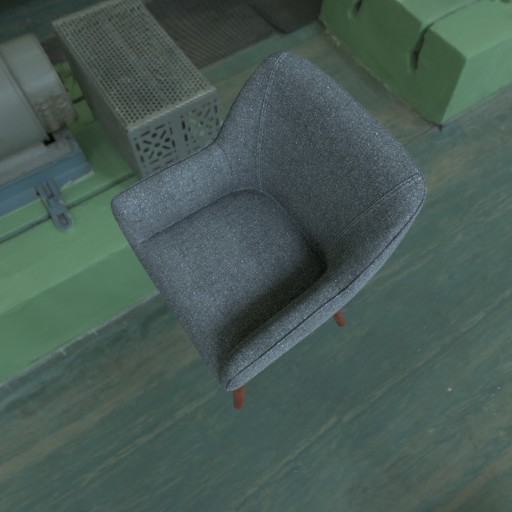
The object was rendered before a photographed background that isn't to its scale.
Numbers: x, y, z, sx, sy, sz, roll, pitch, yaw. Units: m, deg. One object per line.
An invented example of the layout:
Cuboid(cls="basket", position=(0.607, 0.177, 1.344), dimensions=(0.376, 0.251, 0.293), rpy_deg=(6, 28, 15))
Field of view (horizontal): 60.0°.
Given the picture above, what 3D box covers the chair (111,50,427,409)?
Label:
Cuboid(cls="chair", position=(0.000, 0.000, 1.175), dimensions=(0.519, 0.803, 0.543), rpy_deg=(-32, 68, -15))
